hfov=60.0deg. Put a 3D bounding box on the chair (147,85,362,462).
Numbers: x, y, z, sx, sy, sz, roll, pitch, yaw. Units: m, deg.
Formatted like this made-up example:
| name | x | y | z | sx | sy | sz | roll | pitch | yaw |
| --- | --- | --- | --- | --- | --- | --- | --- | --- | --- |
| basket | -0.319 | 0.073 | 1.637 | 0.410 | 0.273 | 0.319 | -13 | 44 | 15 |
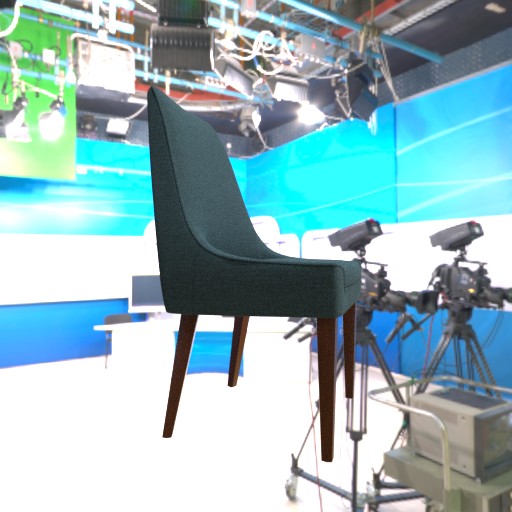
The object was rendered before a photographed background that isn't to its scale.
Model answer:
| name | x | y | z | sx | sy | sz | roll | pitch | yaw |
| --- | --- | --- | --- | --- | --- | --- | --- | --- | --- |
| chair | 0.000 | 0.000 | 1.204 | 0.544 | 0.861 | 0.529 | 0 | 0 | 18 |
